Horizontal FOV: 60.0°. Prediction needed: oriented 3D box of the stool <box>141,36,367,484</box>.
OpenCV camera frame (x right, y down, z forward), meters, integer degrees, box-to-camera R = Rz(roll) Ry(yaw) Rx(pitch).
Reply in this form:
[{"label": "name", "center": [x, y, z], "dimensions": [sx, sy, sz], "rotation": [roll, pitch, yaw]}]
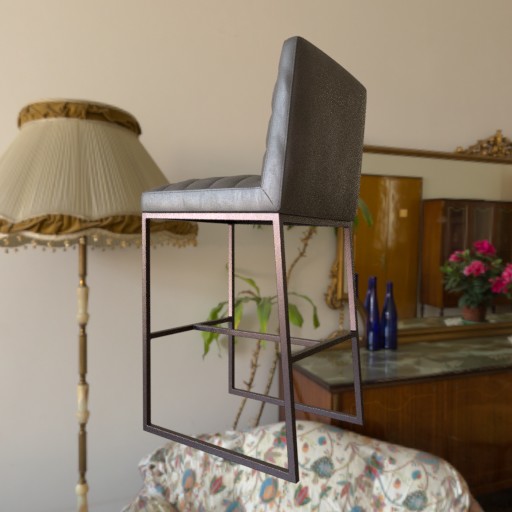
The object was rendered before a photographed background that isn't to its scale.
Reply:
[{"label": "stool", "center": [0.000, 0.000, 1.370], "dimensions": [0.562, 1.065, 0.463], "rotation": [1, 1, 35]}]
